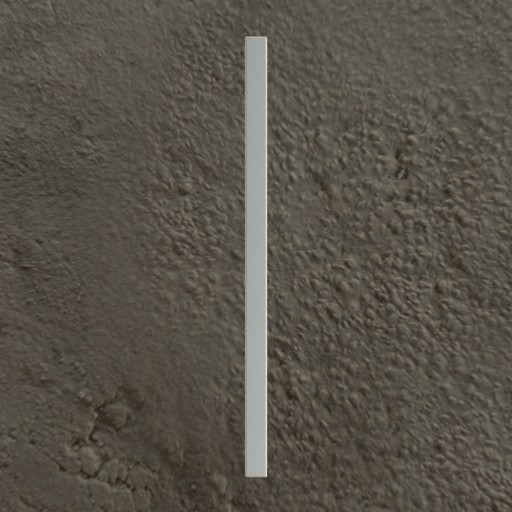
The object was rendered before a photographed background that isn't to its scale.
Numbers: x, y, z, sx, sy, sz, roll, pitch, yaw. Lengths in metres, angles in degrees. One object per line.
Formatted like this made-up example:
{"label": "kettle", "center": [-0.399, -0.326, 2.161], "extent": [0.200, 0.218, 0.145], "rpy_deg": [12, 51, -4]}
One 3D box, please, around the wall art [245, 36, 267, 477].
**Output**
{"label": "wall art", "center": [0.000, 0.000, 1.138], "extent": [0.037, 0.757, 0.757], "rpy_deg": [0, 91, 0]}
